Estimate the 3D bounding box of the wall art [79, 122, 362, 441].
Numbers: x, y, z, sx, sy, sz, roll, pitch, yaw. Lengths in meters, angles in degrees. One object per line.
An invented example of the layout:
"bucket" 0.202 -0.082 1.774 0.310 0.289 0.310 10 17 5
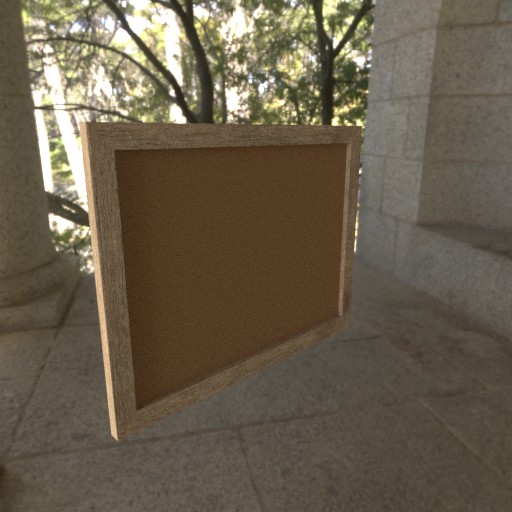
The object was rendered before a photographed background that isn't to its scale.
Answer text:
"wall art" 0.000 0.000 0.940 0.690 0.535 0.026 -14 21 -41
